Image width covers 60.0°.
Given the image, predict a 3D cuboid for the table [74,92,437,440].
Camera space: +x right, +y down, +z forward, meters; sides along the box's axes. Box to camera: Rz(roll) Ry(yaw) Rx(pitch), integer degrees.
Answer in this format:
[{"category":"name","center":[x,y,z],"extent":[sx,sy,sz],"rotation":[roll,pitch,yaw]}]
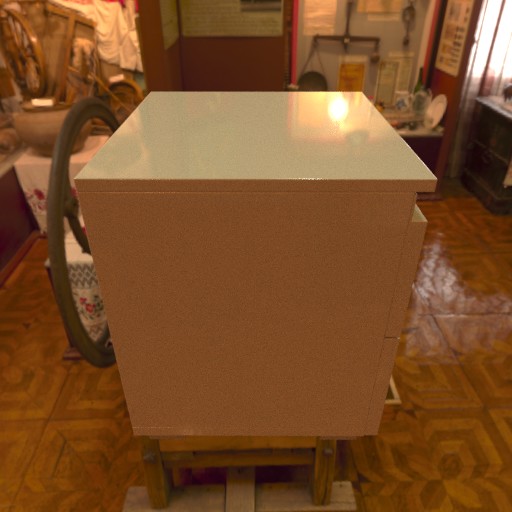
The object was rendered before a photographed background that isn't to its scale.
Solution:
[{"category":"table","center":[0.000,0.000,0.790],"extent":[0.400,0.470,0.420],"rotation":[0,33,0]}]
